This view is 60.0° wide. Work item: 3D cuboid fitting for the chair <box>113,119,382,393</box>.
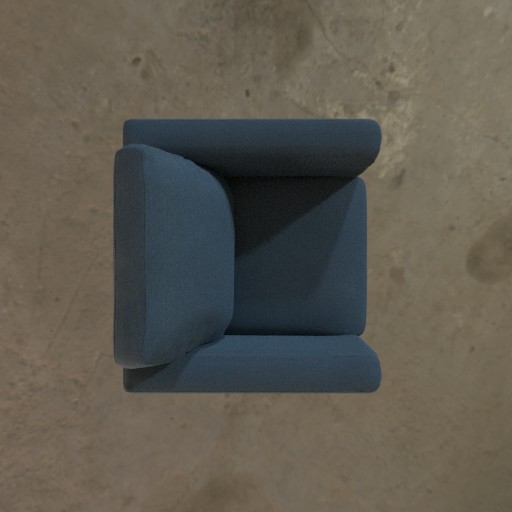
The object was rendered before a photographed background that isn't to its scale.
[{"bbox_3d":[0.000,0.000,1.584,0.820,0.922,0.855,0,90,0],"label":"chair"}]
